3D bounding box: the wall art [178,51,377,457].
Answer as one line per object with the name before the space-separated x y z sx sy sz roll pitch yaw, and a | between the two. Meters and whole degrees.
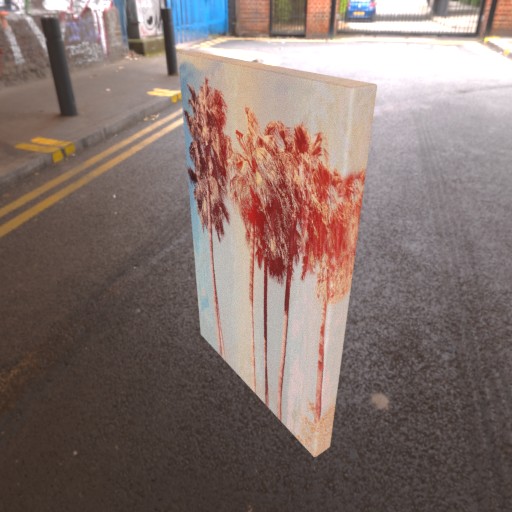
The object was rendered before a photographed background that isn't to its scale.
wall art | 0.000 0.000 0.764 0.038 0.610 0.401 -20 36 -30
